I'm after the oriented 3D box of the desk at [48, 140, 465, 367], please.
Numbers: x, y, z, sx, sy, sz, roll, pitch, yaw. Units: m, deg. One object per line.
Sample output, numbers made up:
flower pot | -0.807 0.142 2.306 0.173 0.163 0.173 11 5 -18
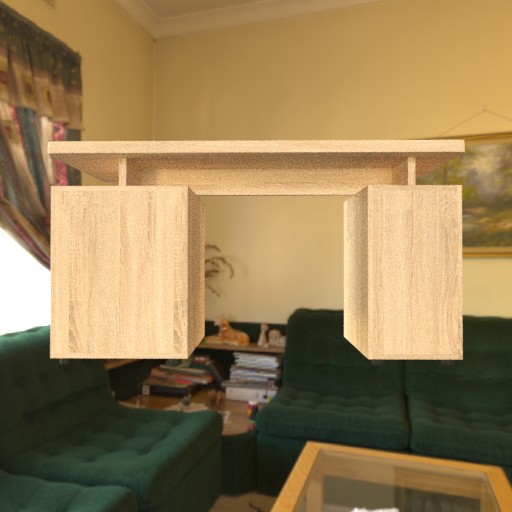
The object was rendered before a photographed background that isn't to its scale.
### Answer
desk | 0.000 0.000 1.738 1.400 0.760 0.550 0 -1 1
